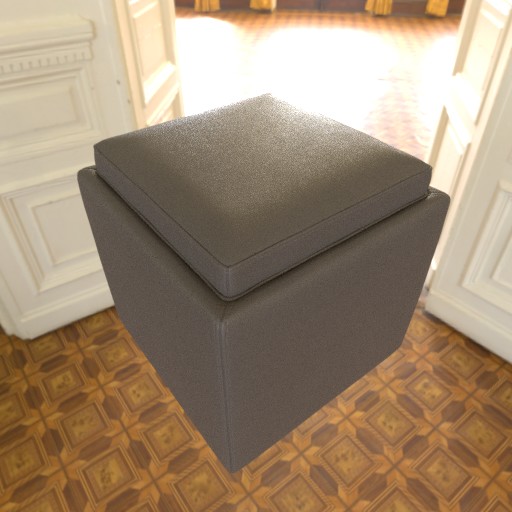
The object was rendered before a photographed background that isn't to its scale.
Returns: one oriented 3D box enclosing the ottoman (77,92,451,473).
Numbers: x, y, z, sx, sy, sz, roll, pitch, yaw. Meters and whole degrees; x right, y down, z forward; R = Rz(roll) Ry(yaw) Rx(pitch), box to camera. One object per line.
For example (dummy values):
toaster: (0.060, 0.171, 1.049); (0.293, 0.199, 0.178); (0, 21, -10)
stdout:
ottoman: (0.000, 0.000, 0.815); (0.450, 0.460, 0.451); (-26, 47, -28)
